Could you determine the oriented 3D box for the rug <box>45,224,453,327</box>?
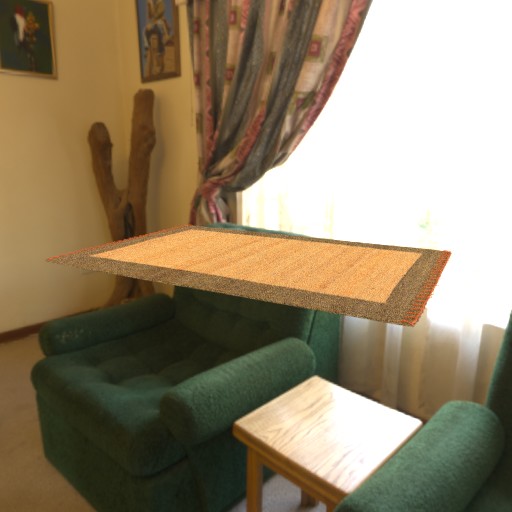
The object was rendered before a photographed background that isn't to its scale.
[{"bbox_3d":[0.000,0.000,2.356,1.838,0.019,1.220,7,15,28],"label":"rug"}]
